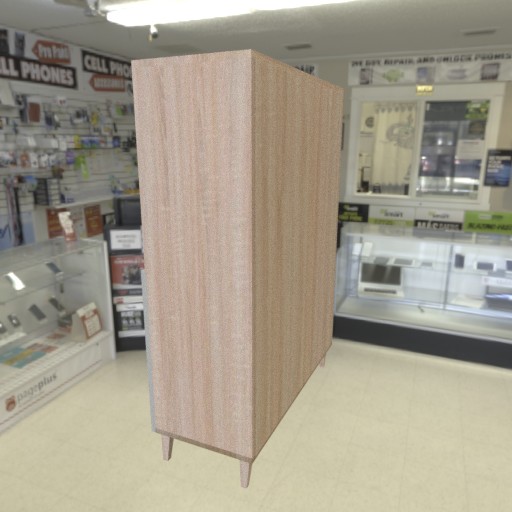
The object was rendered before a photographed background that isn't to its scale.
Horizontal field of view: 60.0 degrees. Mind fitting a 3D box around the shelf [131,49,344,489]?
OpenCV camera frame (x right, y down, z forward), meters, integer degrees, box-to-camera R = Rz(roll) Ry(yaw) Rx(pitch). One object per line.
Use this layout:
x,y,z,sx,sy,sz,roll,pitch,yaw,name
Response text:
0.000,0.000,1.865,0.434,1.405,0.995,7,16,24,shelf
